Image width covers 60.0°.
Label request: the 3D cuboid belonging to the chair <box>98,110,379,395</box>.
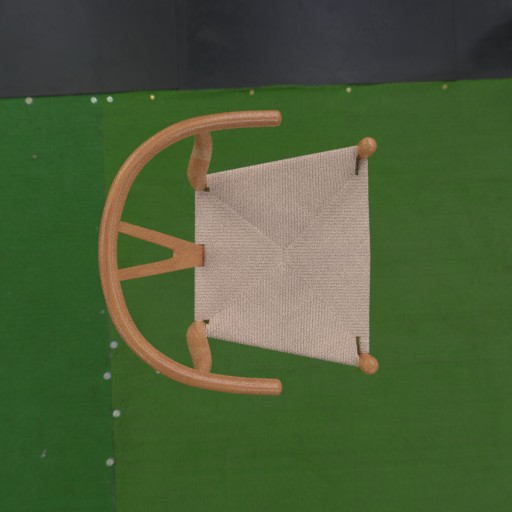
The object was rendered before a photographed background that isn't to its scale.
[{"bbox_3d":[0.000,0.000,1.152,0.579,0.730,0.569,0,88,-1],"label":"chair"}]
